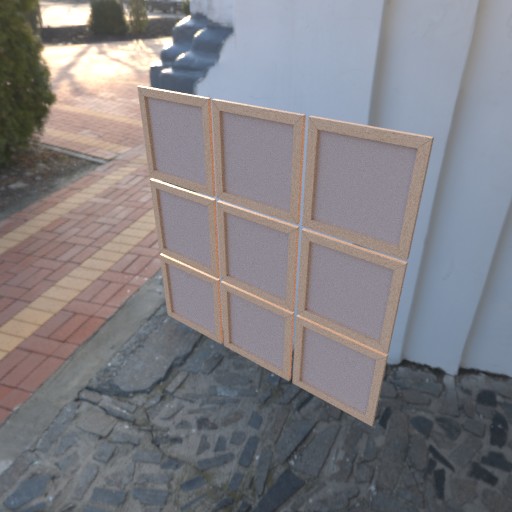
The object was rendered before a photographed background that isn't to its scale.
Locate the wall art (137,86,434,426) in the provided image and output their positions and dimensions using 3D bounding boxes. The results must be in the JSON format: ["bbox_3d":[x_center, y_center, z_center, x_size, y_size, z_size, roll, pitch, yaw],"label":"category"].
[{"bbox_3d":[0.000,0.000,1.843,1.217,1.207,0.016,21,37,31],"label":"wall art"}]
